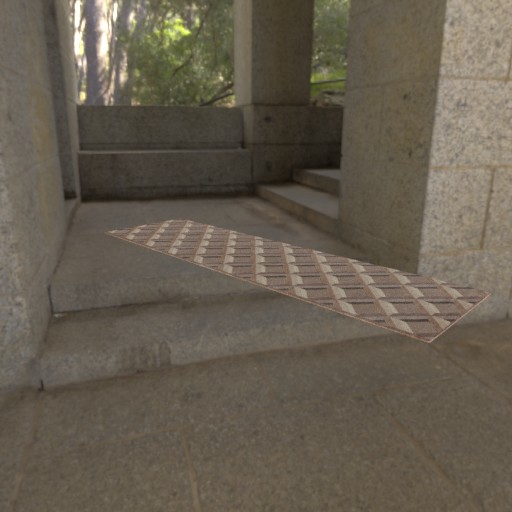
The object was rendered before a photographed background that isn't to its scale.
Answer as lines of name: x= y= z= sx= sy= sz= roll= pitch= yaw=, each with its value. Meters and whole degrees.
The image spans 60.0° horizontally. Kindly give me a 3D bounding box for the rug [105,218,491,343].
rug: x=0.000 y=0.000 z=2.670 sx=2.437 sy=0.013 sz=0.685 roll=16 pitch=23 yaw=42
